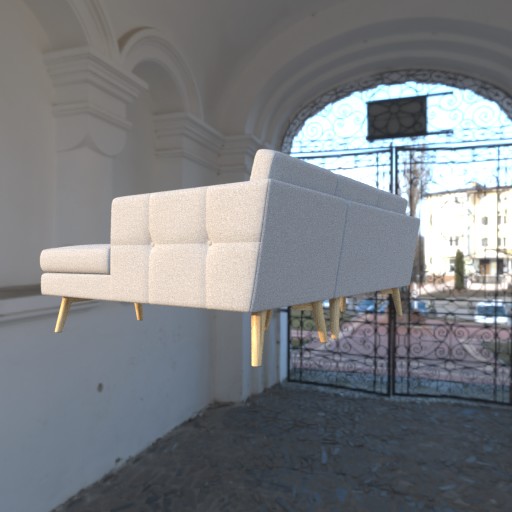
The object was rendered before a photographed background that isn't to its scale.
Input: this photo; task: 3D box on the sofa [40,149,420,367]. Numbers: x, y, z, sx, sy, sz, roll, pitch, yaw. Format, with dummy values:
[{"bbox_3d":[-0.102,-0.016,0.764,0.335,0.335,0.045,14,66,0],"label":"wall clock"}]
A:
[{"bbox_3d":[0.000,0.000,2.851,1.530,0.860,2.040,0,0,35],"label":"sofa"}]
